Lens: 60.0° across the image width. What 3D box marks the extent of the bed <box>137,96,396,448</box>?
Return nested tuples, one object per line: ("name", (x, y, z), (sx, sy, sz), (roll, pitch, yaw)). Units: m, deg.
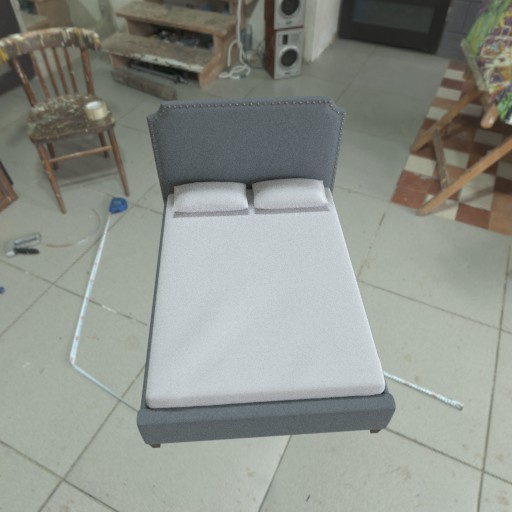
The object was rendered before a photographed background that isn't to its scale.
("bed", (0.000, 0.000, 3.455), (1.712, 1.443, 2.372), (-3, 47, -3))
